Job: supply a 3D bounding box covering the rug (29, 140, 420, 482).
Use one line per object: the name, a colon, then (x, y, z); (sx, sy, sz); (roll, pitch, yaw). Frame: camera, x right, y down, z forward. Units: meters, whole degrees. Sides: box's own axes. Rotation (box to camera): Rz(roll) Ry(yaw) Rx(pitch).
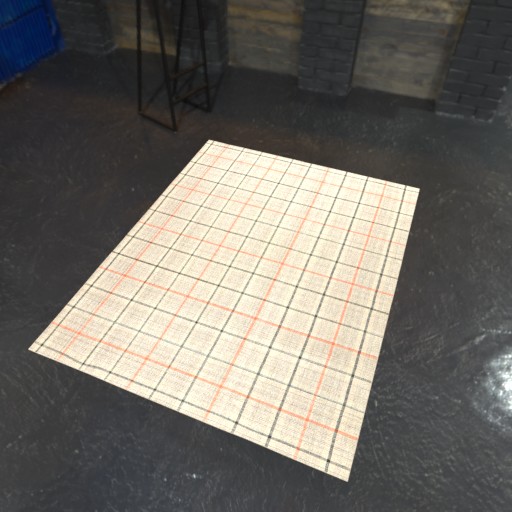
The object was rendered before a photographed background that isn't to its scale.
rug: (0.000, 0.000, 3.963); (2.444, 0.012, 3.048); (17, 49, 15)
